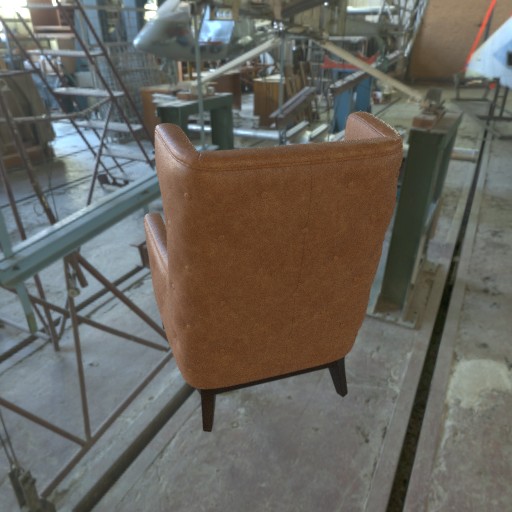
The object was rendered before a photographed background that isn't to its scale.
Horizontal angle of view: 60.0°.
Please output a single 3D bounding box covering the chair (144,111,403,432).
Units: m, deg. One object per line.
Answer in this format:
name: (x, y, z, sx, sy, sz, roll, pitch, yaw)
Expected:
chair: (0.000, 0.000, 1.702, 0.766, 1.079, 0.899, -9, 29, -16)
